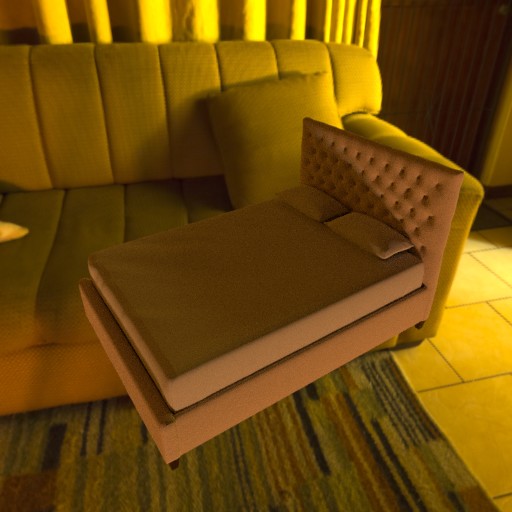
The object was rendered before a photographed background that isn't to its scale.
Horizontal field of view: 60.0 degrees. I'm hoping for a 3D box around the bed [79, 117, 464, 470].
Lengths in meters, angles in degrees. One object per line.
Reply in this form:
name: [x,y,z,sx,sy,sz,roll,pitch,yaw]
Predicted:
bed: [0.000,0.000,3.435,2.387,1.427,1.698,-20,37,-28]
